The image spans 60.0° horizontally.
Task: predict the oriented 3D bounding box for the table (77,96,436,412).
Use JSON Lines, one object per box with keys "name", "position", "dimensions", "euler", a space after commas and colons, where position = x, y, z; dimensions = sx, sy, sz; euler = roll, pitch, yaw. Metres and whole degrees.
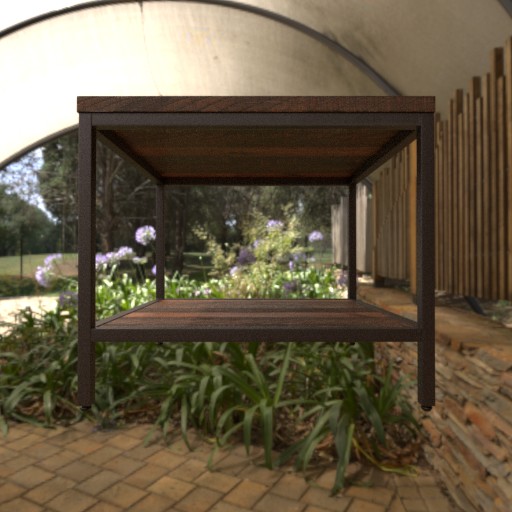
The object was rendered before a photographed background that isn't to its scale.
{"name": "table", "position": [0.000, 0.000, 0.948], "dimensions": [0.548, 0.482, 0.553], "euler": [0, -1, 0]}
